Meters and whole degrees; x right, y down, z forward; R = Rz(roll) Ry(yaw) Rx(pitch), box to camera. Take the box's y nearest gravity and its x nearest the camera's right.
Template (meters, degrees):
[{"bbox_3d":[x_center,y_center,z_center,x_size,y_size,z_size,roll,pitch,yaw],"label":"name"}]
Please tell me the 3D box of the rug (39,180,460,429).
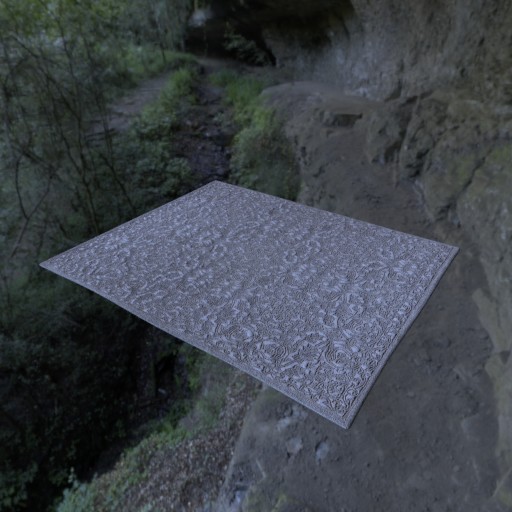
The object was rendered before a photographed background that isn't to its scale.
[{"bbox_3d":[0.000,0.000,4.081,3.017,0.035,2.472,20,37,29],"label":"rug"}]
